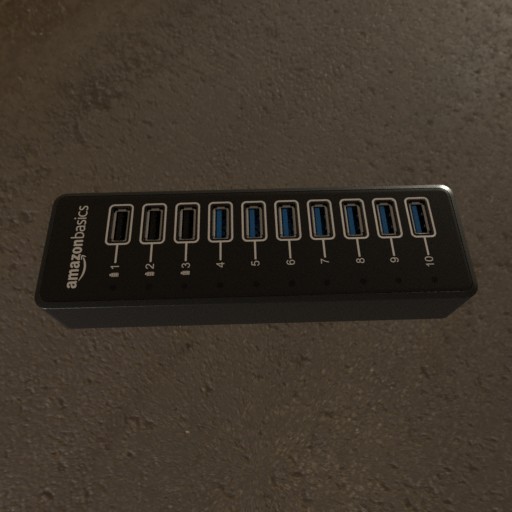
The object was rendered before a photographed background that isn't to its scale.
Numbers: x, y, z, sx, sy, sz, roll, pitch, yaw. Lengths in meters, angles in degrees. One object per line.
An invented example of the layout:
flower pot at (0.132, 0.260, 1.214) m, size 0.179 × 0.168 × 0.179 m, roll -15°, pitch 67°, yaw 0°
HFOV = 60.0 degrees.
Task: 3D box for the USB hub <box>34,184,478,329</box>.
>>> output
USB hub at (0.000, 0.000, 0.162) m, size 0.145 × 0.023 × 0.044 m, roll -1°, pitch 64°, yaw -1°
